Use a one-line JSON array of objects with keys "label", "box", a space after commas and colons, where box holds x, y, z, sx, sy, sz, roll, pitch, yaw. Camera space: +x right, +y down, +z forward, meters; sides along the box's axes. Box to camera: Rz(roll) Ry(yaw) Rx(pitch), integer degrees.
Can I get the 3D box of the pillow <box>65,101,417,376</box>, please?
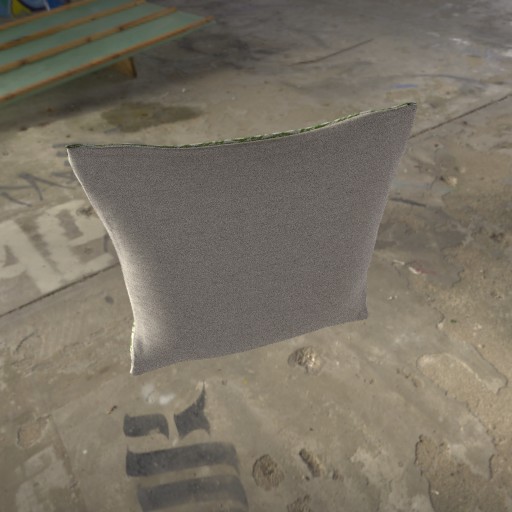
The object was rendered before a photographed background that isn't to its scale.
[{"label": "pillow", "box": [0.000, 0.000, 0.659, 0.440, 0.419, 0.162, -11, 42, -12]}]
